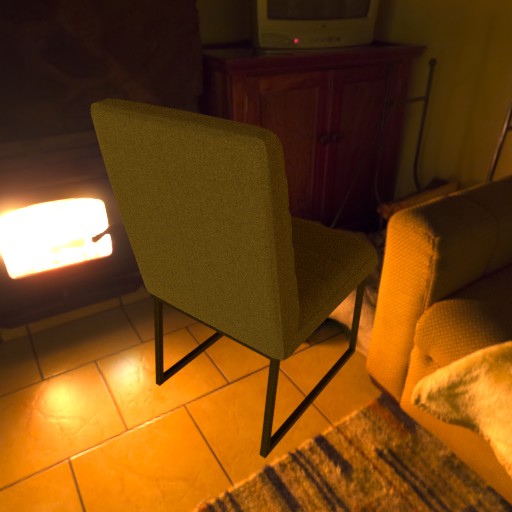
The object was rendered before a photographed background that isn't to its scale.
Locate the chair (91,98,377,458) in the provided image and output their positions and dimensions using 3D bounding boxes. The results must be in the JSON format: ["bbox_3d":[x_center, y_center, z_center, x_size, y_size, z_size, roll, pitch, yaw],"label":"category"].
[{"bbox_3d":[0.000,0.000,1.319,0.520,0.930,0.634,21,36,32],"label":"chair"}]
